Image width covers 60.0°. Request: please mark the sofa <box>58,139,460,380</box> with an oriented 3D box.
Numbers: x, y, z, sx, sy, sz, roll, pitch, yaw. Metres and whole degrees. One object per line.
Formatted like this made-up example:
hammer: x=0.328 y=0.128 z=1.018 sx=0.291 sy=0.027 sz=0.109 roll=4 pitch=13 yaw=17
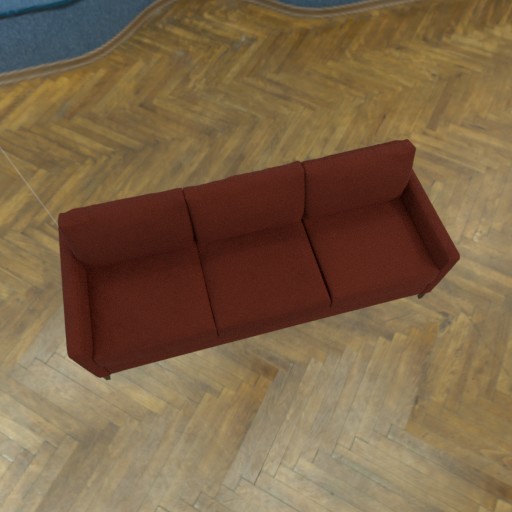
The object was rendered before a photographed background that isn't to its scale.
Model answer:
sofa: x=0.000 y=0.000 z=2.745 sx=2.252 sy=0.879 sz=0.875 roll=-13 pitch=63 yaw=-7
